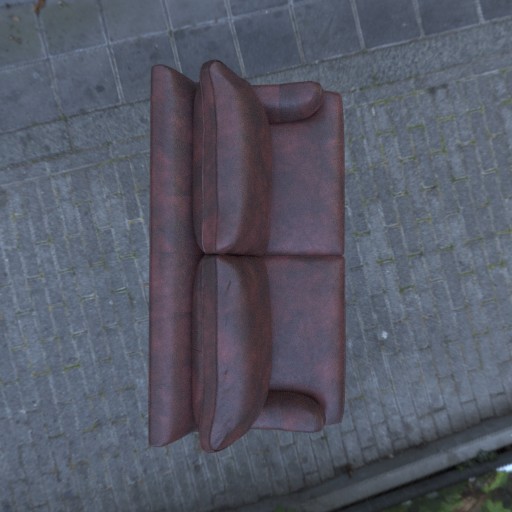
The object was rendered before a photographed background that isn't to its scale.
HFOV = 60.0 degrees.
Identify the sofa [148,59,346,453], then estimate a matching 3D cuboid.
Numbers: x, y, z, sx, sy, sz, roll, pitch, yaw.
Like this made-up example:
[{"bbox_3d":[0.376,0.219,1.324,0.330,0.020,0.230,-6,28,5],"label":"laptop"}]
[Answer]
[{"bbox_3d":[0.000,0.000,2.797,1.147,1.071,2.144,0,88,-1],"label":"sofa"}]
